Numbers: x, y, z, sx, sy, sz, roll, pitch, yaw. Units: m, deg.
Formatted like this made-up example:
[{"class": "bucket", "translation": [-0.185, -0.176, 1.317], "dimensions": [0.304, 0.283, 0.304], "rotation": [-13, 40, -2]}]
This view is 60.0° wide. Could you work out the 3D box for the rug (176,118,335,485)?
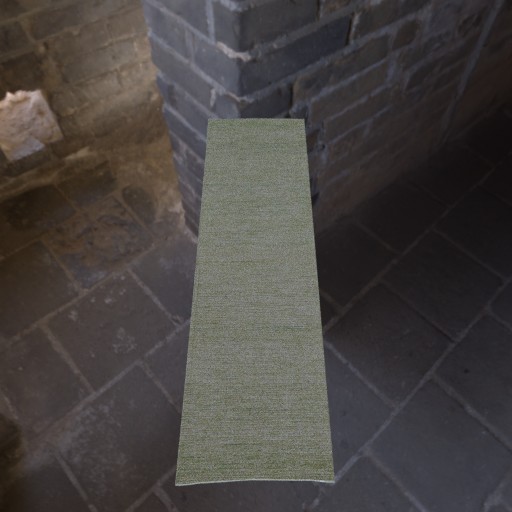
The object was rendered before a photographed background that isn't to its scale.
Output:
[{"class": "rug", "translation": [0.000, 0.000, 2.530], "dimensions": [0.686, 0.013, 2.340], "rotation": [0, 57, 0]}]
